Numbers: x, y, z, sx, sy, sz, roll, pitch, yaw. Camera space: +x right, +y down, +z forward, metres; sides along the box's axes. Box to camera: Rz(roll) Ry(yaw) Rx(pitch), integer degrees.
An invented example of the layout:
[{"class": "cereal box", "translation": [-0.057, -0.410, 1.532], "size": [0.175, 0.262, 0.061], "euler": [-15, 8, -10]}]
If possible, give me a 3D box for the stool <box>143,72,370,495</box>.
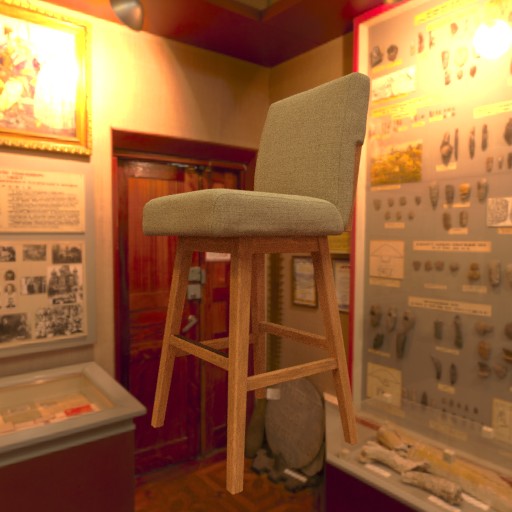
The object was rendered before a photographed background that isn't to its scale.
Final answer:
[{"class": "stool", "translation": [0.000, 0.000, 1.365], "size": [0.569, 1.106, 0.483], "euler": [-2, 4, -36]}]
